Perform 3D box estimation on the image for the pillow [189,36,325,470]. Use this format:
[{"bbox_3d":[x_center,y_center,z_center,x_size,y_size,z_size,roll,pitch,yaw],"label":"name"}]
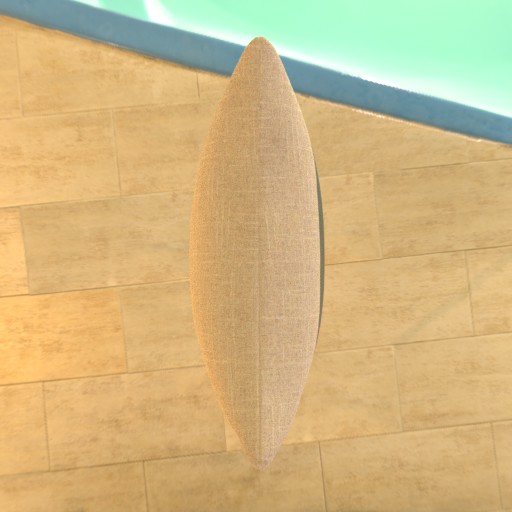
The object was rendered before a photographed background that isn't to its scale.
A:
[{"bbox_3d":[0.000,0.000,0.616,0.173,0.399,0.414,0,88,-1],"label":"pillow"}]
